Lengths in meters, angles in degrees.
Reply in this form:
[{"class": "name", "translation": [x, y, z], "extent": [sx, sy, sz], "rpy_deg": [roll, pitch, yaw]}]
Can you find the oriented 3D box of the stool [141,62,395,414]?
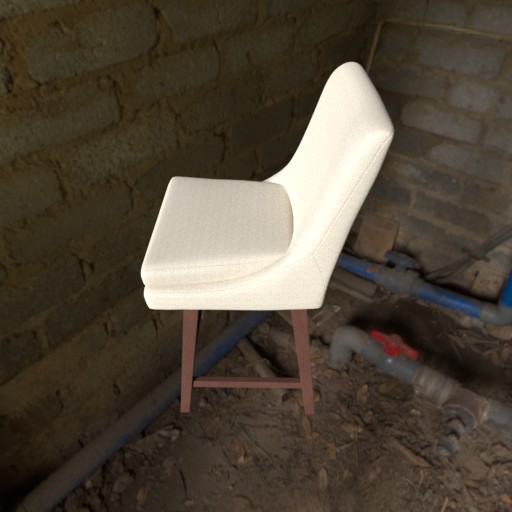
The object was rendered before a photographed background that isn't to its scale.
[{"class": "stool", "translation": [0.000, 0.000, 1.310], "extent": [0.559, 0.991, 0.483], "rpy_deg": [1, 40, 1]}]
